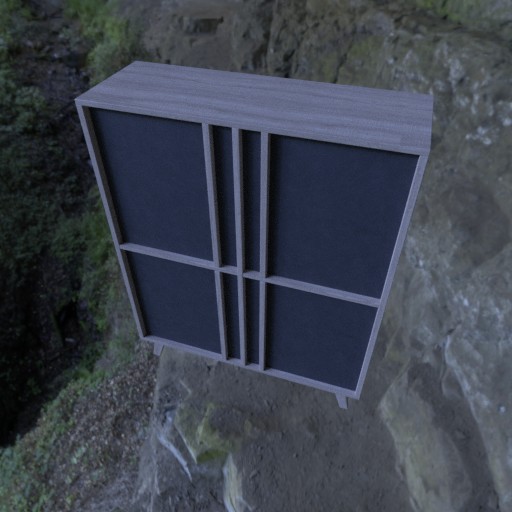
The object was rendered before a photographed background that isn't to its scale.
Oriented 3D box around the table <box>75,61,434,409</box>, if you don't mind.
[{"bbox_3d":[0.000,0.000,1.911,1.111,1.388,0.398,12,43,13],"label":"table"}]
